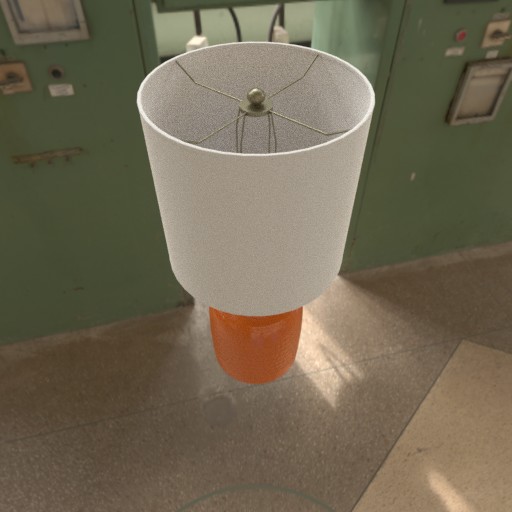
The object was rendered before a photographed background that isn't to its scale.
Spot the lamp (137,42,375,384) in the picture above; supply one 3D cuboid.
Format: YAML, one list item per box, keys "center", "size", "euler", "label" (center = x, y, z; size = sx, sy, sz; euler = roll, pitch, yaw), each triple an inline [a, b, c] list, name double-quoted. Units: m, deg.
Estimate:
- center: [0.000, 0.000, 1.106]
  size: [0.418, 0.871, 0.418]
  euler: [-10, 48, -9]
  label: "lamp"
